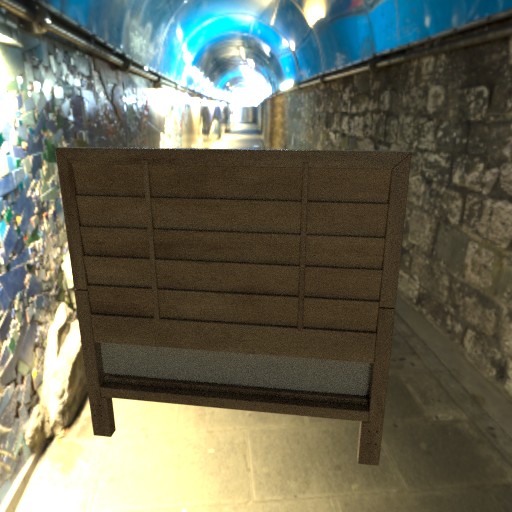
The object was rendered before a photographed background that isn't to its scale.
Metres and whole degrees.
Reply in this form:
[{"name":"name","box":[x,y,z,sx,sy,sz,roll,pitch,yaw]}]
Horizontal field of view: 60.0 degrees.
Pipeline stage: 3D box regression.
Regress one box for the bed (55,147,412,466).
[{"name":"bed","box":[0.000,0.000,3.163,1.615,1.631,2.017,3,18,8]}]
